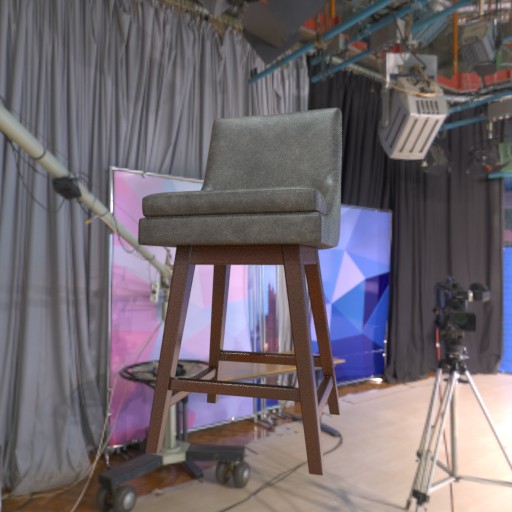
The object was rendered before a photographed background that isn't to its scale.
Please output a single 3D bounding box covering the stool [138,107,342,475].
[{"bbox_3d":[0.000,0.000,1.367,0.492,1.046,0.587,0,-1,16],"label":"stool"}]
